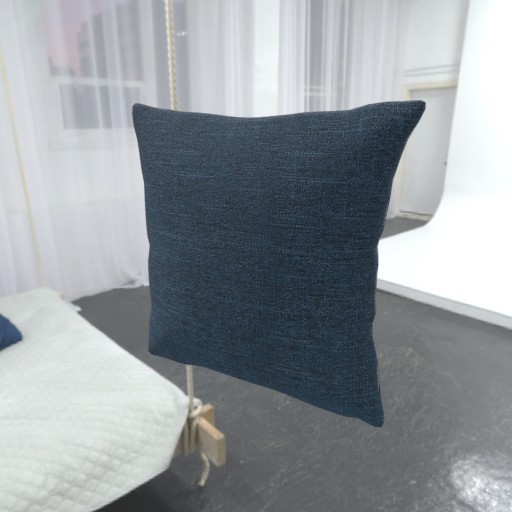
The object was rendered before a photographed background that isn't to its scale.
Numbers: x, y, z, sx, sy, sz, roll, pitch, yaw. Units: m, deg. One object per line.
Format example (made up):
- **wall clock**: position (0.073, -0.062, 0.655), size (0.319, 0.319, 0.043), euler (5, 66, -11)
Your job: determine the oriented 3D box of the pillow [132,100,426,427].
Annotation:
- **pillow**: position (0.000, 0.000, 0.655), size (0.435, 0.435, 0.159), euler (9, 19, 27)
